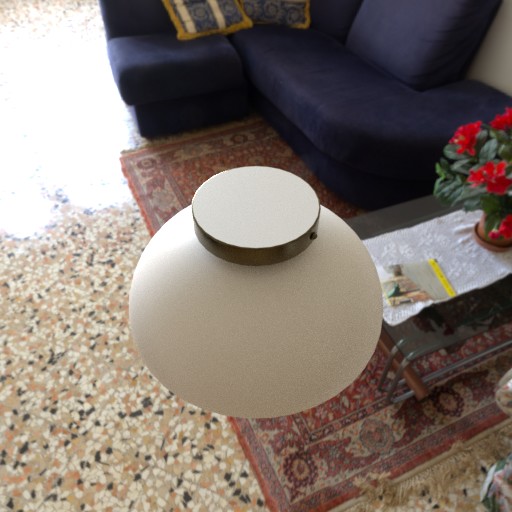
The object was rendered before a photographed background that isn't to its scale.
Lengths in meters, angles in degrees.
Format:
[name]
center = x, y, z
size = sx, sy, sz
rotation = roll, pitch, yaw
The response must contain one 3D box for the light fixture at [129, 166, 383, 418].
[light fixture]
center = 0.000, 0.000, 0.574
size = 0.355, 0.177, 0.355
rotation = 0, 46, 0
